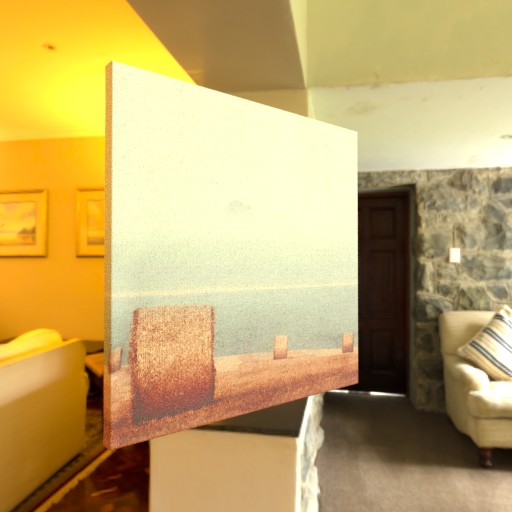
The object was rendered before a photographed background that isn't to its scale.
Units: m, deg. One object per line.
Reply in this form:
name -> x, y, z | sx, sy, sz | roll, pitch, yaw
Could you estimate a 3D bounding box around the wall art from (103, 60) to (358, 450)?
wall art -> 0.000, 0.000, 0.889 | 0.605, 0.605, 0.034 | 1, -1, -39
